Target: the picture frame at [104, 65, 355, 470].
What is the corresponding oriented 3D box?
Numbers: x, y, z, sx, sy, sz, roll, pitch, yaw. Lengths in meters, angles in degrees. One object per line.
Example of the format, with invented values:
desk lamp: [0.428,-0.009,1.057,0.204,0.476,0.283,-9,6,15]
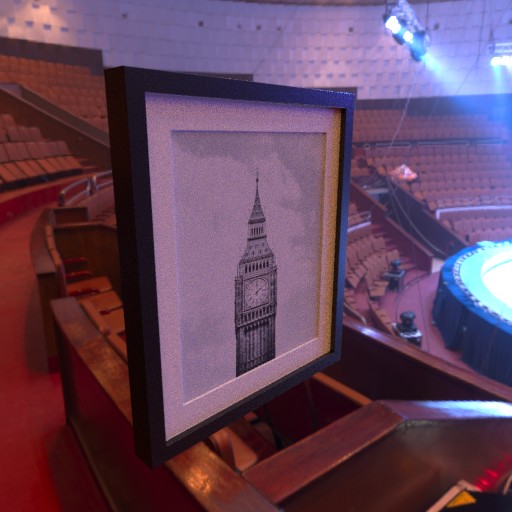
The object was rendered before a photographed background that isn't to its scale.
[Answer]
picture frame: [0.000,0.000,0.521,0.328,0.378,0.034,-14,20,-43]
